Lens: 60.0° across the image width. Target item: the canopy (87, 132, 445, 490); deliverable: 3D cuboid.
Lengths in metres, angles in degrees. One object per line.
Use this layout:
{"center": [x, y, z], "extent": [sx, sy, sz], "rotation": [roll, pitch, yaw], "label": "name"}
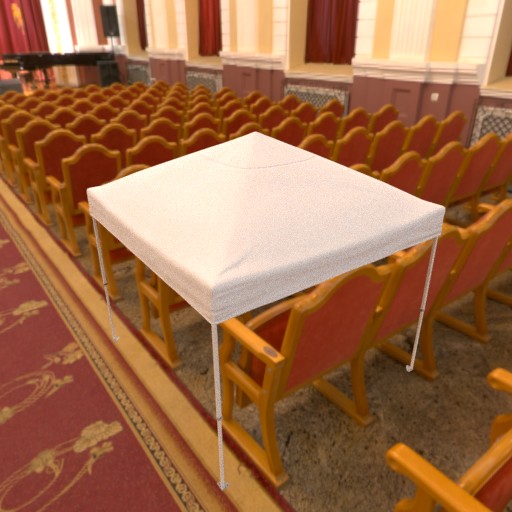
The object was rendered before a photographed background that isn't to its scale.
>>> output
{"center": [0.000, 0.000, 5.458], "extent": [2.998, 2.997, 2.996], "rotation": [-18, 31, -32], "label": "canopy"}
